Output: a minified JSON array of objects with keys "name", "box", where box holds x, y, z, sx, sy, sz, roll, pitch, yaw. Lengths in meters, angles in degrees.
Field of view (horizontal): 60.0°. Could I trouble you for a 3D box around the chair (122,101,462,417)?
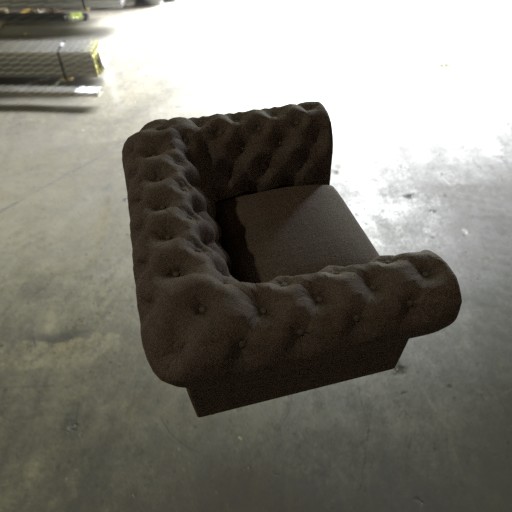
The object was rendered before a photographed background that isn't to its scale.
[{"name":"chair","box":[0.000,0.000,1.853,0.945,0.780,1.298,-11,47,-10]}]
